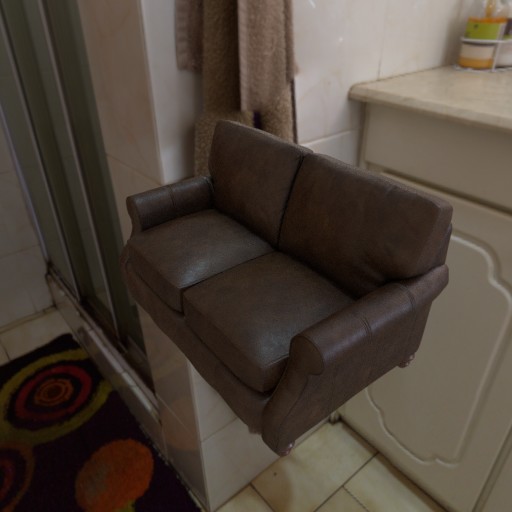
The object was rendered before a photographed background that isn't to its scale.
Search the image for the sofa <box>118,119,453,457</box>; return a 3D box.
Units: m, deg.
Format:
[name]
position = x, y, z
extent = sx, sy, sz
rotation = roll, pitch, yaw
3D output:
[sofa]
position = 0.000, 0.000, 2.236
extent = 0.990, 0.976, 1.616
rotation = -22, 39, -31
